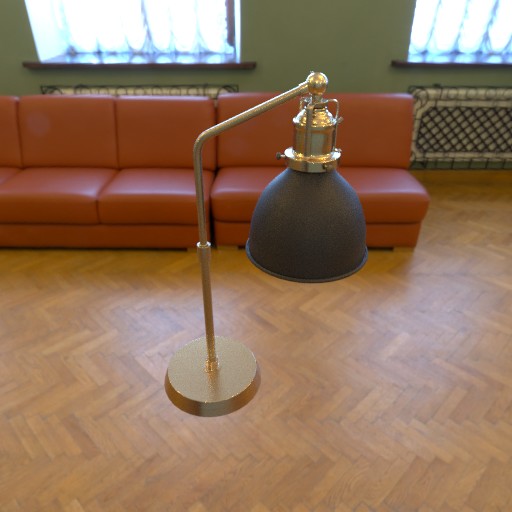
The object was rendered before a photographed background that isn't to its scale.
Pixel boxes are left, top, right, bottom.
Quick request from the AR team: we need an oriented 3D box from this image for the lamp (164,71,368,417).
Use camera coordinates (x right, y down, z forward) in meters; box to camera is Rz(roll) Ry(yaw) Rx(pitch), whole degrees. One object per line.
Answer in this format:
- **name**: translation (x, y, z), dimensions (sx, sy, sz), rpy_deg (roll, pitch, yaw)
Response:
- **lamp**: translation (0.000, 0.000, 0.589), dimensions (0.291, 0.456, 0.160), rpy_deg (0, 32, -1)
